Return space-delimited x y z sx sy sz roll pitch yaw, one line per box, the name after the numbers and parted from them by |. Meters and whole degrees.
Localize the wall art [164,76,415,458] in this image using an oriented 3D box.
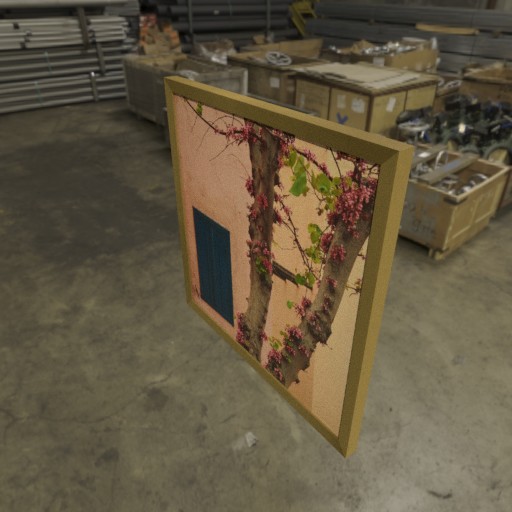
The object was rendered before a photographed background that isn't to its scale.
0.000 0.000 1.137 0.038 0.762 0.762 -22 38 -31 | wall art
